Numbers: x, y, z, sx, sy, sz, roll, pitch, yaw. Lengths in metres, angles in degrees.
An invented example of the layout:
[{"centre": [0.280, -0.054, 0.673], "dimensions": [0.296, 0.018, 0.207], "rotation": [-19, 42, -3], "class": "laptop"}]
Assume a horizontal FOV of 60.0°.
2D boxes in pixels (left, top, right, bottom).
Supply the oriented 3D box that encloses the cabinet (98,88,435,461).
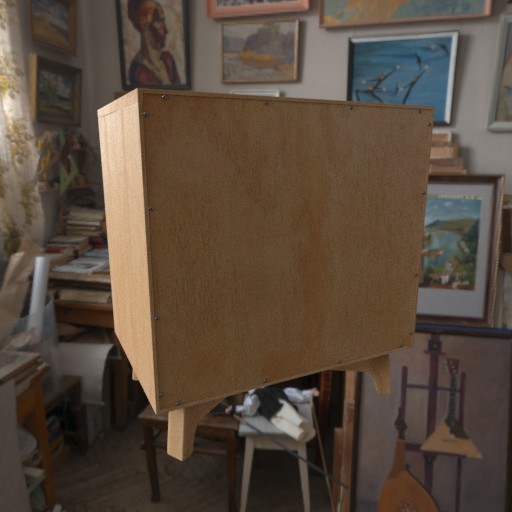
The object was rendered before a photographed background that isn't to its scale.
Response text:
[{"centre": [0.000, 0.000, 0.947], "dimensions": [0.551, 0.599, 0.394], "rotation": [-7, 15, -26], "class": "cabinet"}]
